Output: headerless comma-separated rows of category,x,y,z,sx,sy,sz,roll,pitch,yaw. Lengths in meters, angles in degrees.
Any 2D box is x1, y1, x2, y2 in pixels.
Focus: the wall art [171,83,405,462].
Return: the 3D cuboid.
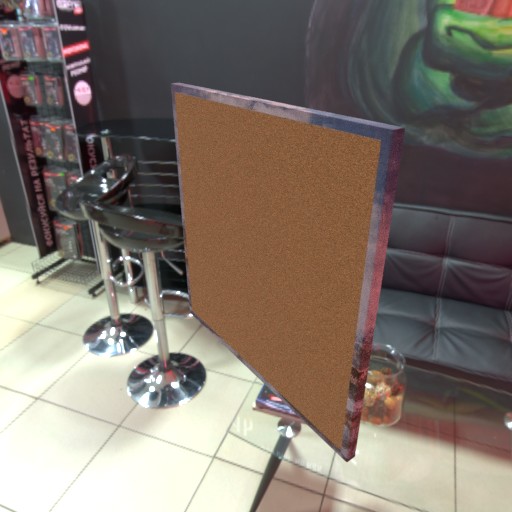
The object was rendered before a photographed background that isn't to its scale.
wall art,0.000,0.000,1.516,0.040,1.020,1.010,-19,33,-32
